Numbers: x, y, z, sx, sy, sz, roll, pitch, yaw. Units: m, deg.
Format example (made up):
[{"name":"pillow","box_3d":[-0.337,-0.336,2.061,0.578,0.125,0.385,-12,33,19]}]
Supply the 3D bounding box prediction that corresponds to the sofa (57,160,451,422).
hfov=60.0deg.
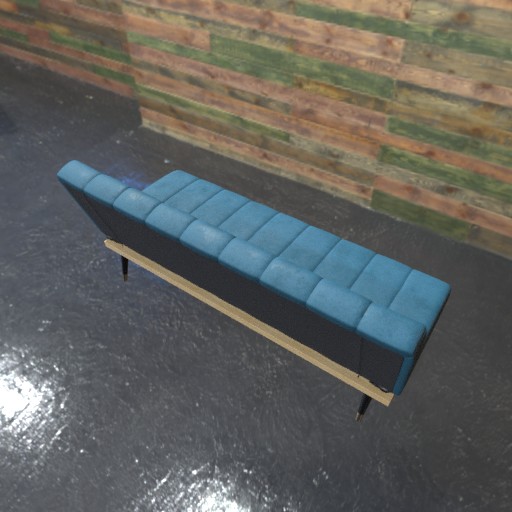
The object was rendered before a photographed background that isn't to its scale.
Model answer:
[{"name":"sofa","box_3d":[0.000,0.000,2.287,1.810,0.825,0.830,26,50,24]}]
